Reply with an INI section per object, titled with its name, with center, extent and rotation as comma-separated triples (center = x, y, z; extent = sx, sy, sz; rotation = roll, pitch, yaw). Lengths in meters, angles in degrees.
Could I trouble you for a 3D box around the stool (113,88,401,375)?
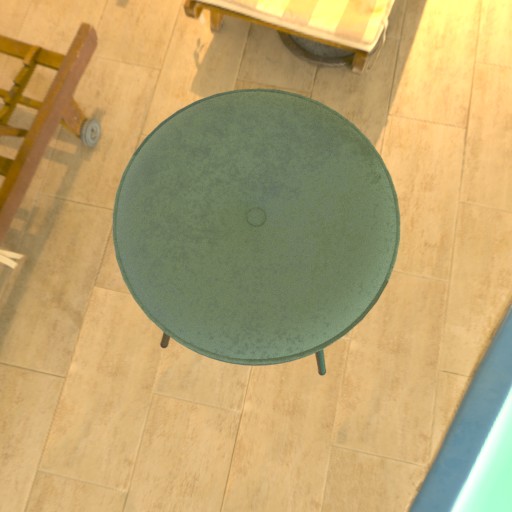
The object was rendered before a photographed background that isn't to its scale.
[stool]
center = 0.000, 0.000, 0.858
extent = 0.457, 0.519, 0.458
rotation = 18, 77, 4
